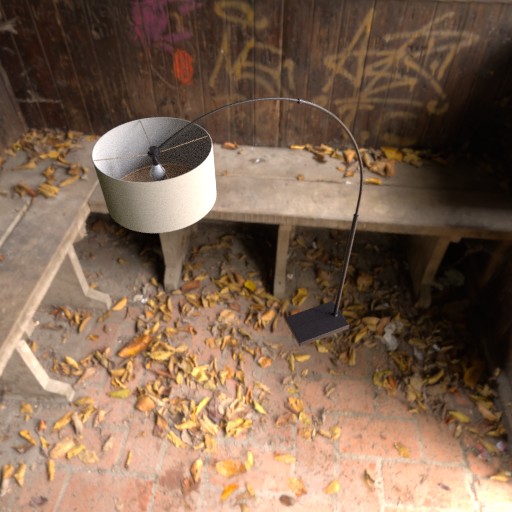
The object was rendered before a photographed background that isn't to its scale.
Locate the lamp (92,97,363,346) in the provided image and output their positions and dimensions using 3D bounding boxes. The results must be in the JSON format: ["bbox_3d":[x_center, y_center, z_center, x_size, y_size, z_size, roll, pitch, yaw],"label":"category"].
[{"bbox_3d":[0.000,0.000,2.575,1.424,1.927,0.493,-17,48,-16],"label":"lamp"}]
